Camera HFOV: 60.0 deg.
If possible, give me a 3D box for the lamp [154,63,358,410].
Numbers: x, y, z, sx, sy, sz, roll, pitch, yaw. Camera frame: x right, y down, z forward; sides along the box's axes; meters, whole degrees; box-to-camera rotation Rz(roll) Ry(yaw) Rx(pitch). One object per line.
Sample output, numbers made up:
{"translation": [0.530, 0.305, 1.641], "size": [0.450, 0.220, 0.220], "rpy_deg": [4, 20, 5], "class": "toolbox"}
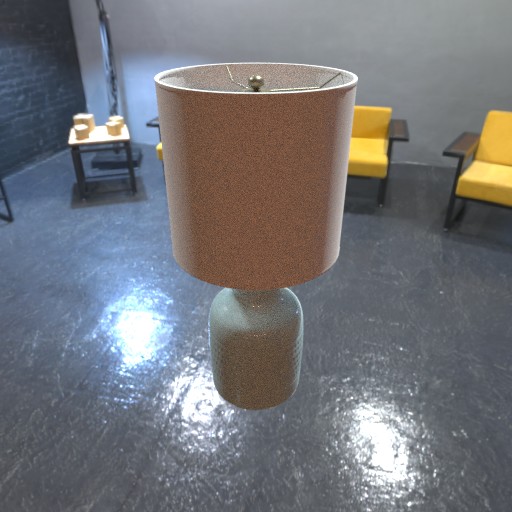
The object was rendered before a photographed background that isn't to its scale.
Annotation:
{"translation": [0.000, 0.000, 1.143], "size": [0.418, 0.871, 0.418], "rpy_deg": [9, 31, 15], "class": "lamp"}
